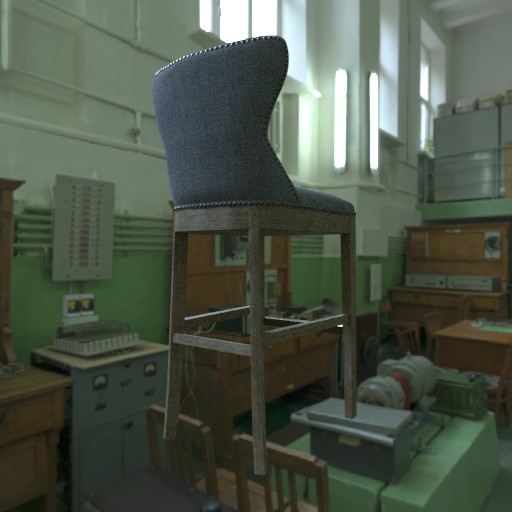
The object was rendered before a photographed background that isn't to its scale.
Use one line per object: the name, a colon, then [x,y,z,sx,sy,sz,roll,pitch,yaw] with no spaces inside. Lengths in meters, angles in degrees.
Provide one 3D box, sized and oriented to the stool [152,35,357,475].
stool: [0.000,0.000,1.420,0.494,1.123,0.606,1,1,37]
